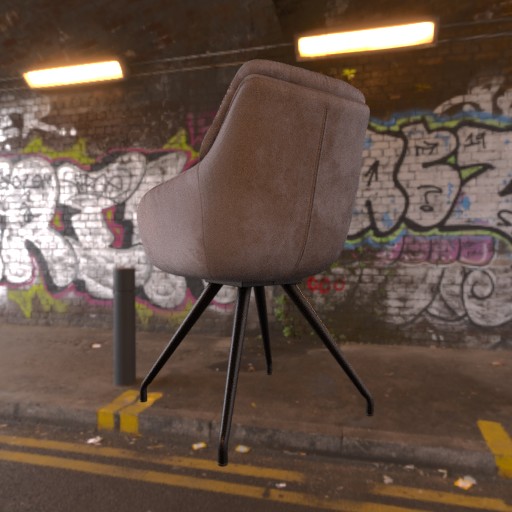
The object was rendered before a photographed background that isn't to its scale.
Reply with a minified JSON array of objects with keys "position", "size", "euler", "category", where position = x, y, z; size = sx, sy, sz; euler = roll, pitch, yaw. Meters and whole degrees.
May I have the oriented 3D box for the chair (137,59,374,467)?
[{"position":[0.000,0.000,1.261],"size":[0.579,0.888,0.569],"euler":[-1,2,-35],"category":"chair"}]
